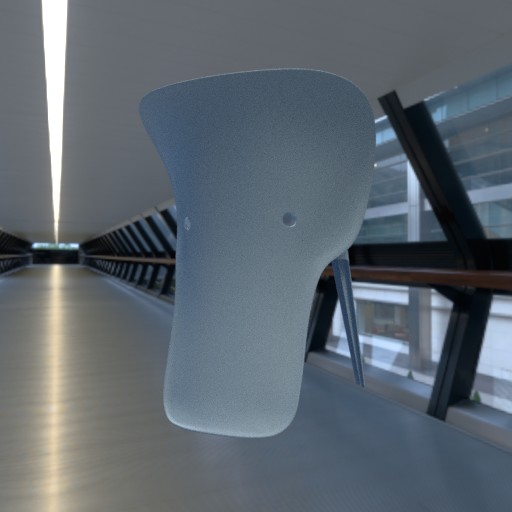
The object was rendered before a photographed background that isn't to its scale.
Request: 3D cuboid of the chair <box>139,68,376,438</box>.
[{"bbox_3d":[0.000,0.000,0.858,0.451,0.554,0.402,0,-1,20],"label":"chair"}]
